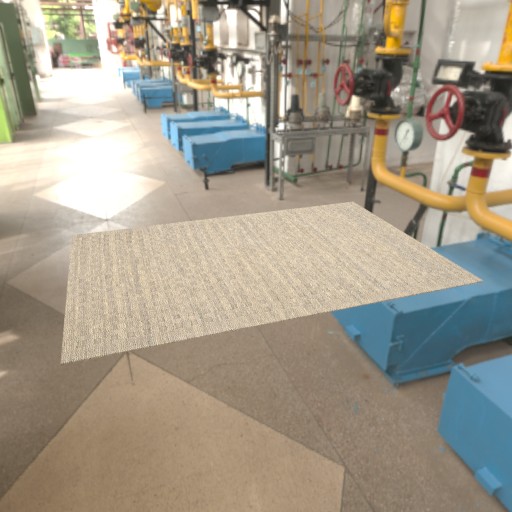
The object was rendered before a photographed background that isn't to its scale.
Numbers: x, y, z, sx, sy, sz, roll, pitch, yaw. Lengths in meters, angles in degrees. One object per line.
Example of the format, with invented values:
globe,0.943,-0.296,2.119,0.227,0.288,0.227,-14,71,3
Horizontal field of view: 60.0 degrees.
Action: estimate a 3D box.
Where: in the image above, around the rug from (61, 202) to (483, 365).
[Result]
rug,0.000,0.000,2.208,1.752,0.006,1.142,-8,27,-17
